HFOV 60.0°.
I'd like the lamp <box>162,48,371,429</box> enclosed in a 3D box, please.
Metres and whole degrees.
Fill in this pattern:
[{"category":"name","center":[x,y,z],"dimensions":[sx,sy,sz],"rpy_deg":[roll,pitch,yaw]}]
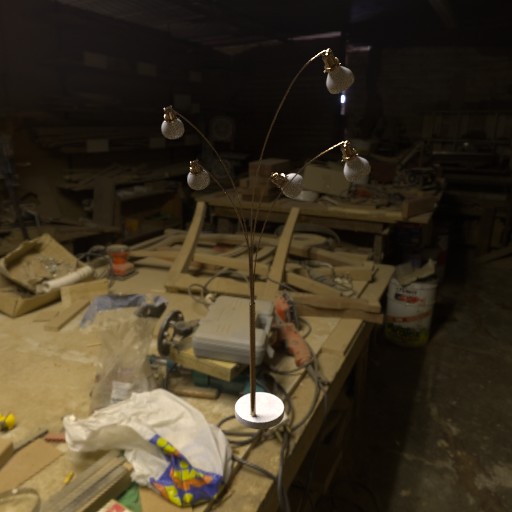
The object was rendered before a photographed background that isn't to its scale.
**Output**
[{"category":"lamp","center":[0.000,0.000,2.928],"dimensions":[1.405,2.423,0.361],"rpy_deg":[9,19,26]}]
